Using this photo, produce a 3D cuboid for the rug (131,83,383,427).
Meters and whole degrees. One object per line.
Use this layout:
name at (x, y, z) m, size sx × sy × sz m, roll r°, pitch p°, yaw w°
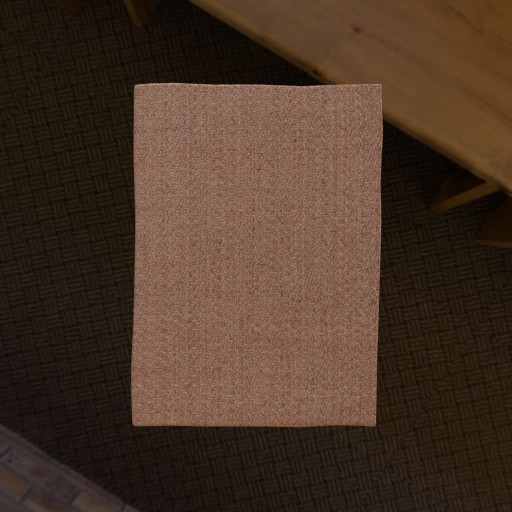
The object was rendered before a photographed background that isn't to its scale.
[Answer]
rug at (0.000, 0.000, 2.763) m, size 1.566 × 0.013 × 2.141 m, roll 0°, pitch 91°, yaw 1°
